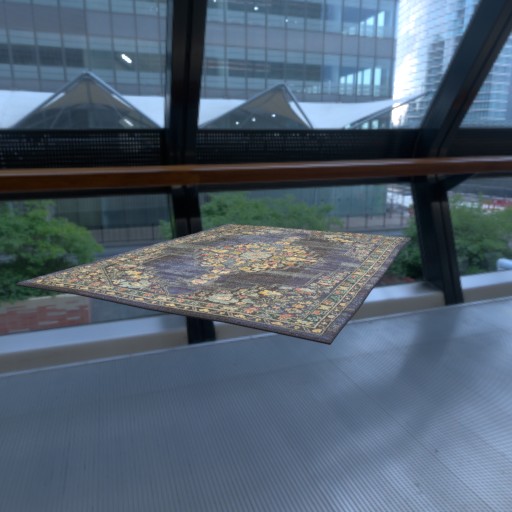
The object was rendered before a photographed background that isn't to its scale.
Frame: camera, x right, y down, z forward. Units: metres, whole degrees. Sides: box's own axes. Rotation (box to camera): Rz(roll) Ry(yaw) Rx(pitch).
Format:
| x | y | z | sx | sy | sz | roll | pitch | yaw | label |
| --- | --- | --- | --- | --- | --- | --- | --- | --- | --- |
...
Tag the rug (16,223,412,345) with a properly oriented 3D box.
| x | y | z | sx | sy | sz | roll | pitch | yaw | label |
| --- | --- | --- | --- | --- | --- | --- | --- | --- | --- |
| 0.000 | 0.000 | 4.692 | 2.716 | 0.035 | 3.612 | 6 | 14 | 25 | rug |
